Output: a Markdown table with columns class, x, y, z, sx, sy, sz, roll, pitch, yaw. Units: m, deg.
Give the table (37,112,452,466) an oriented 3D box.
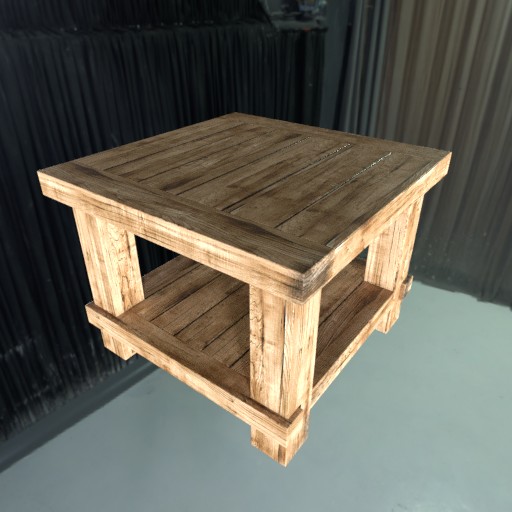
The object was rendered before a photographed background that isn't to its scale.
| class | x | y | z | sx | sy | sz | roll | pitch | yaw |
| --- | --- | --- | --- | --- | --- | --- | --- | --- | --- |
| table | 0.000 | 0.000 | 1.031 | 0.610 | 0.457 | 0.610 | 21 | 37 | 31 |
